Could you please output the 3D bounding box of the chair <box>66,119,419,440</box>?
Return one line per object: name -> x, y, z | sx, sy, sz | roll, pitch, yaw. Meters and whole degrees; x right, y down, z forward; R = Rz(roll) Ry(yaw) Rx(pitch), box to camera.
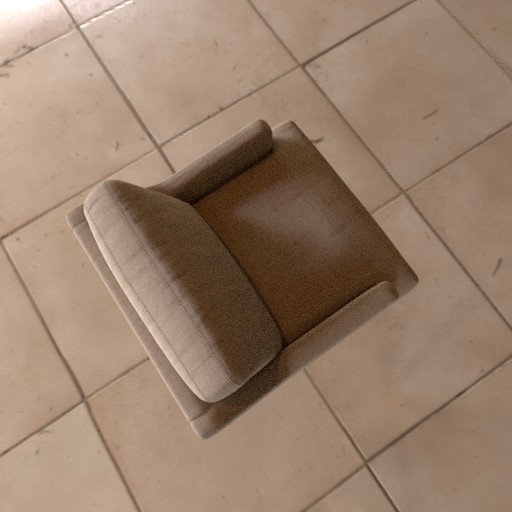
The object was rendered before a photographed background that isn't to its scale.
chair -> 0.000, 0.000, 1.732 | 1.001, 0.916, 0.912 | -33, 78, -8
